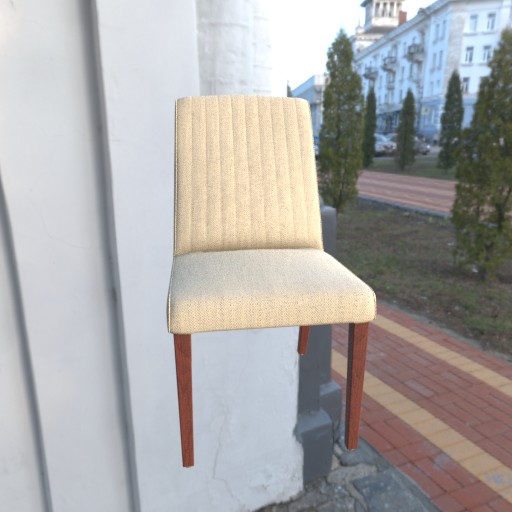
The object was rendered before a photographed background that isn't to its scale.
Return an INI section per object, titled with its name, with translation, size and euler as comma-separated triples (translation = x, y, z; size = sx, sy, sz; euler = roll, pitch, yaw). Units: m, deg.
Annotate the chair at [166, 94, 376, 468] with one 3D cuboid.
[chair]
translation = 0.000, 0.000, 1.248
size = 0.480, 0.900, 0.594
euler = -2, 15, -8
